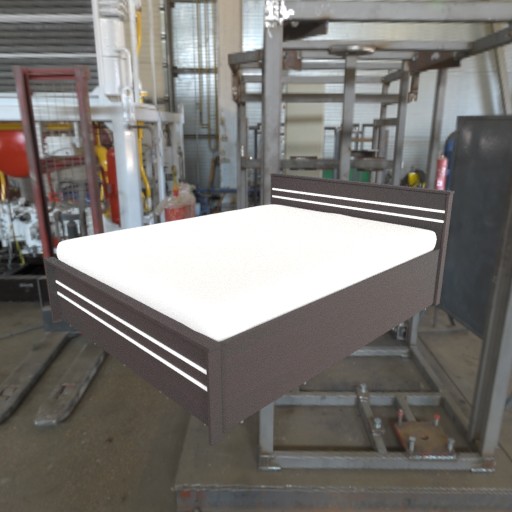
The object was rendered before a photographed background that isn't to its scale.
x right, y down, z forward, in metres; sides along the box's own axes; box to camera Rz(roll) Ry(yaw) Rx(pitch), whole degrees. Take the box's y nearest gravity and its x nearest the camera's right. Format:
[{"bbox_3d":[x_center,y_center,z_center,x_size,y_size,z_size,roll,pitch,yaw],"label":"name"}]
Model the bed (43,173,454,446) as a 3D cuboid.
[{"bbox_3d":[0.000,0.000,2.915,2.103,0.808,1.634,-16,22,-42],"label":"bed"}]
